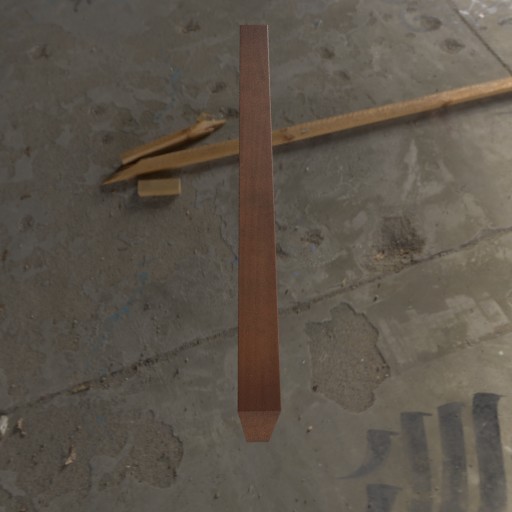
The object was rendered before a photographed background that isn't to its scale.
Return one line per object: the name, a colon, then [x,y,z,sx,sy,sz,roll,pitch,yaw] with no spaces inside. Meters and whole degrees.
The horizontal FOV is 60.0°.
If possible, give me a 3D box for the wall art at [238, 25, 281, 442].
wall art: [0.000,0.000,0.542,0.030,0.328,0.401,-1,64,0]
